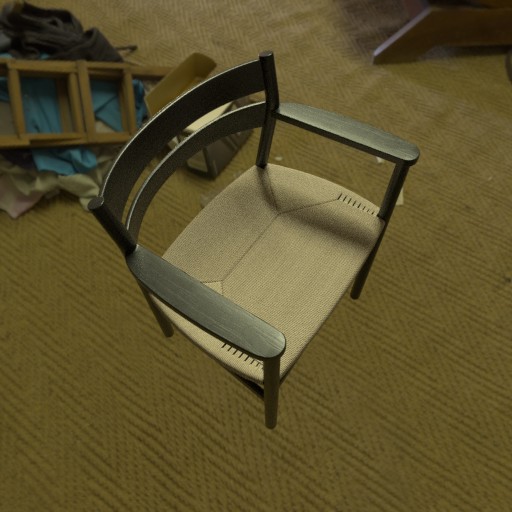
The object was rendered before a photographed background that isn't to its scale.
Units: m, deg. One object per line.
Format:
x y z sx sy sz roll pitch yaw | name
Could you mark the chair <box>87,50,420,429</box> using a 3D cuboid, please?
0.000 0.000 1.180 0.508 0.775 0.630 31 63 18 | chair
